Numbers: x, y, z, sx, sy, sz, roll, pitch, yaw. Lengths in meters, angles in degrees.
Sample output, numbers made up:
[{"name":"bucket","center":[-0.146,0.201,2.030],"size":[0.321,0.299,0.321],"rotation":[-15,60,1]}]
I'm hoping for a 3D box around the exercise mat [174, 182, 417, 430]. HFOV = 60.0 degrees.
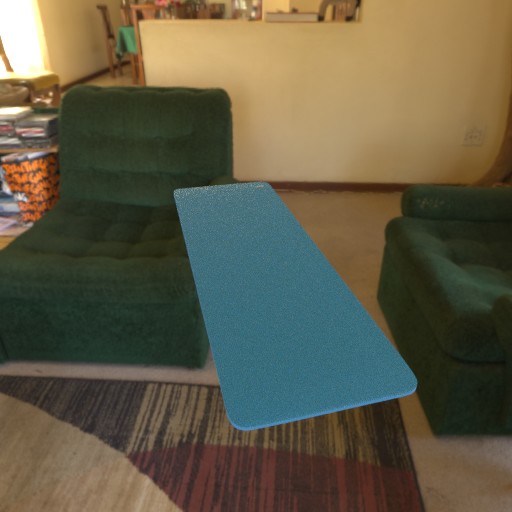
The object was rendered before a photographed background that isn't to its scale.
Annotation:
[{"name":"exercise mat","center":[0.000,0.000,2.094],"size":[0.616,0.021,1.869],"rotation":[-7,31,-12]}]
